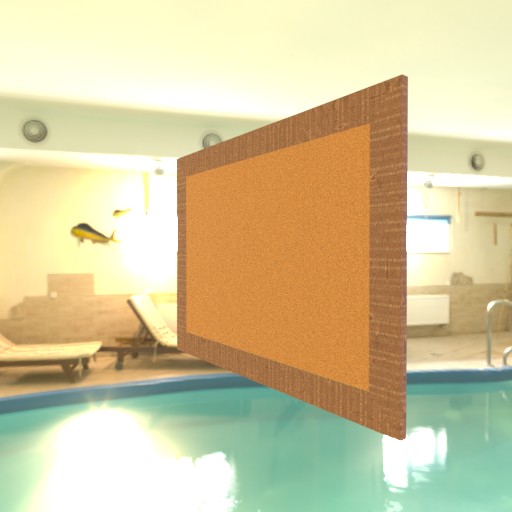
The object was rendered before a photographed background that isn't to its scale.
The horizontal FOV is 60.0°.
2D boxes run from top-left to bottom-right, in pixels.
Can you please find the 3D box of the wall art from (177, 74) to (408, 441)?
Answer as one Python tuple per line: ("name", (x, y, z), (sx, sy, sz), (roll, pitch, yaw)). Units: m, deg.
("wall art", (0.000, 0.000, 1.350), (0.020, 0.761, 1.056), (-1, 1, -36))
